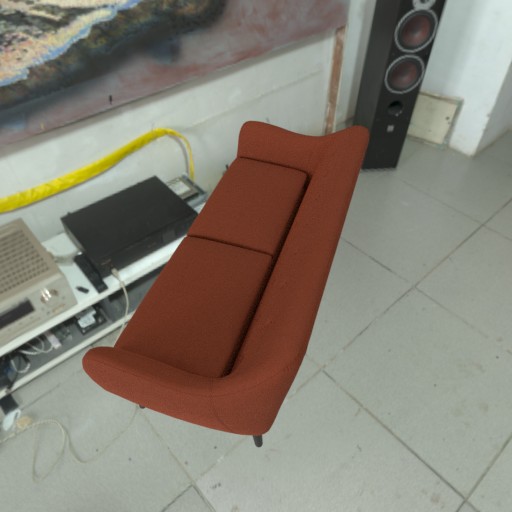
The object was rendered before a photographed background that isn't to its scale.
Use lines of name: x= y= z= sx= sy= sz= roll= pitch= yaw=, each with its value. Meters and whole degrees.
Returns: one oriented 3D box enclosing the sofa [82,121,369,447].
sofa: x=0.000 y=0.000 z=2.285 sx=0.820 sy=0.836 sz=1.840 roll=14 pitch=48 yaw=13
